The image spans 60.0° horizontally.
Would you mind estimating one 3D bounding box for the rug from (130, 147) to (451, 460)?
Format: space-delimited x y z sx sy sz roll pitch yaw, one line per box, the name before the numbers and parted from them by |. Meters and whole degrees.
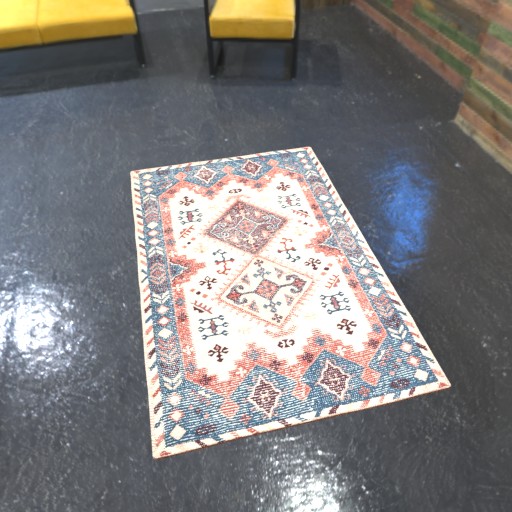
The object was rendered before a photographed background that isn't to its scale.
rug | 0.000 0.000 2.338 1.225 0.015 1.840 -10 47 -9
